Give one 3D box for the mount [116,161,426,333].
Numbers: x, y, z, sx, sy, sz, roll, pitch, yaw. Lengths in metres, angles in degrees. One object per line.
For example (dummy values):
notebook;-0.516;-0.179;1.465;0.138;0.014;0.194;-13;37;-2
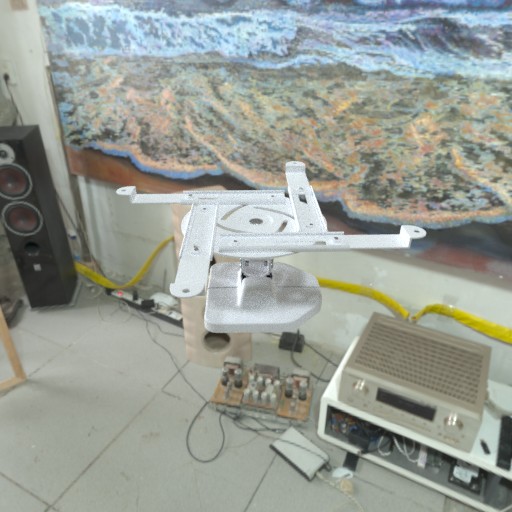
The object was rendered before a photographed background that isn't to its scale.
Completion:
mount;0.000;0.000;0.610;0.394;0.141;0.394;-1;30;-1
